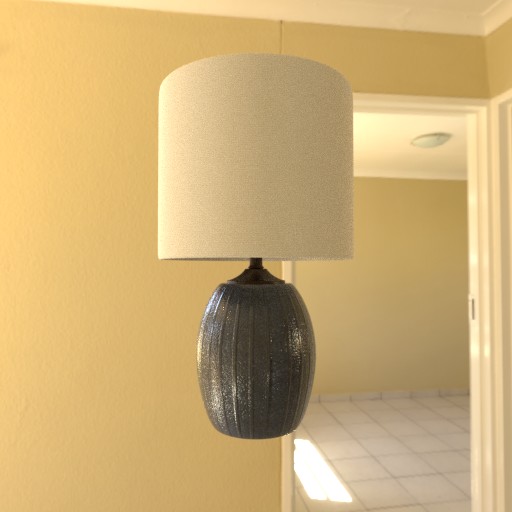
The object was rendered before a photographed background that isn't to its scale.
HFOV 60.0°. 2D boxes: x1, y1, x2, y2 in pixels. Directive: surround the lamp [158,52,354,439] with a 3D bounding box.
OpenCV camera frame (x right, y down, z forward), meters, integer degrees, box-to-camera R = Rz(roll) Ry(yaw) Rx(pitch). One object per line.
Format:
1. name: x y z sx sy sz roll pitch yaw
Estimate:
1. lamp: 0.000 0.000 0.761 0.329 0.570 0.329 1 -2 -19
